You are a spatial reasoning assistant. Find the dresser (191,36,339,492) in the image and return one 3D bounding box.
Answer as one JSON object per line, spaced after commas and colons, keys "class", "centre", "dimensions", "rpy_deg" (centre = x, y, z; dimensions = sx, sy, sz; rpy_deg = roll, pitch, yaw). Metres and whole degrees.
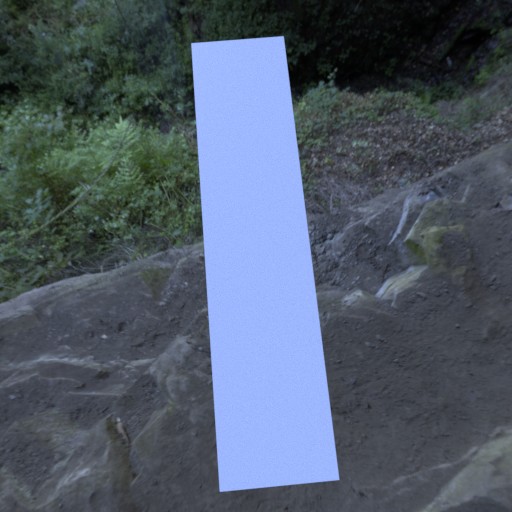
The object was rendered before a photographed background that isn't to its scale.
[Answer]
{"class": "dresser", "centre": [0.000, 0.000, 2.522], "dimensions": [0.500, 0.840, 2.200], "rpy_deg": [-5, 76, -1]}
